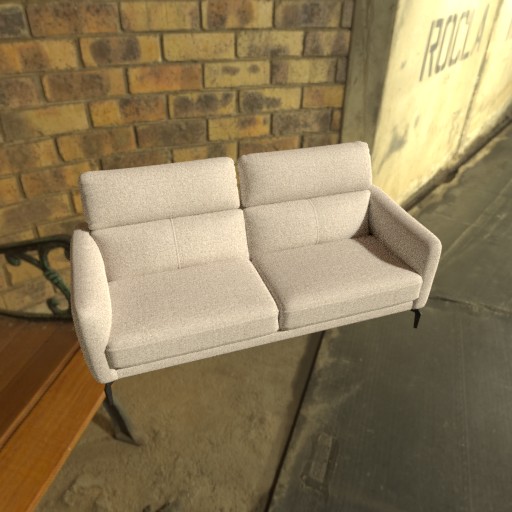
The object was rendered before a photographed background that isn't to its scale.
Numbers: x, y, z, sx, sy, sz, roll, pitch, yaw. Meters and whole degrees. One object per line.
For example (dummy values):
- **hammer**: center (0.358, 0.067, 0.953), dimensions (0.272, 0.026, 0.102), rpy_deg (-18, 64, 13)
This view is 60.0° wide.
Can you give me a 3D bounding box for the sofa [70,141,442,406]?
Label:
- **sofa**: center (0.000, 0.000, 2.580), dimensions (2.015, 0.956, 0.856), rpy_deg (-10, 34, -16)
